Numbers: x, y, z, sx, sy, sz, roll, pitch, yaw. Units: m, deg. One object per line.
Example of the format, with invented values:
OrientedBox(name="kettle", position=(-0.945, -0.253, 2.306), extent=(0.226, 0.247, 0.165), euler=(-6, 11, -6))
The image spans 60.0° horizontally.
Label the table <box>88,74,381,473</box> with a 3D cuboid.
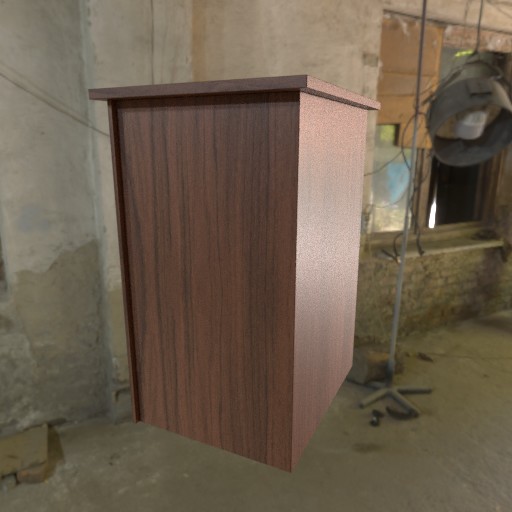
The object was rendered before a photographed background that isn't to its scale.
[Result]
OrientedBox(name="table", position=(0.000, 0.000, 0.936), extent=(0.381, 0.636, 0.480), euler=(7, 16, 25))
